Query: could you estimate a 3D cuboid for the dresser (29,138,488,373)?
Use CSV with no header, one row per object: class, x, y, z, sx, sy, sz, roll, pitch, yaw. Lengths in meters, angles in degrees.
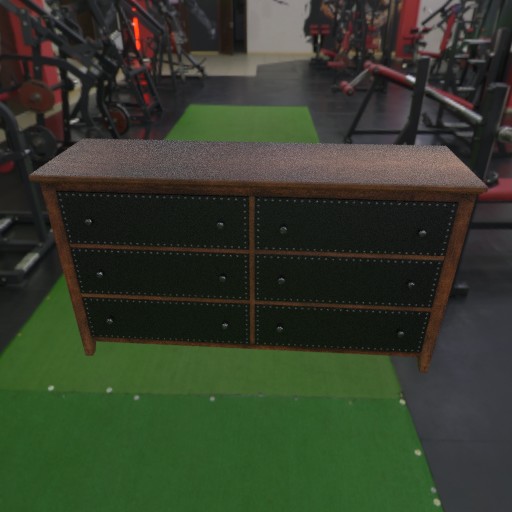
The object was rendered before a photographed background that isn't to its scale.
dresser,0.000,0.000,1.899,1.551,0.856,0.463,2,30,4
